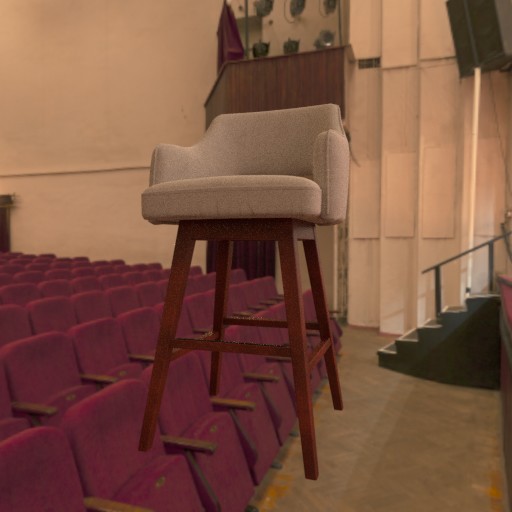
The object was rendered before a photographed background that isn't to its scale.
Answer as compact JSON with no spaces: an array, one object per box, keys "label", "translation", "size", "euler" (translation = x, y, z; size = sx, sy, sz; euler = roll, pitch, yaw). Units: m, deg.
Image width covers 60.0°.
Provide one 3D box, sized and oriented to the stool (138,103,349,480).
[{"label":"stool","translation":[0.000,0.000,1.332],"size":[0.548,1.012,0.558],"euler":[0,1,18]}]
